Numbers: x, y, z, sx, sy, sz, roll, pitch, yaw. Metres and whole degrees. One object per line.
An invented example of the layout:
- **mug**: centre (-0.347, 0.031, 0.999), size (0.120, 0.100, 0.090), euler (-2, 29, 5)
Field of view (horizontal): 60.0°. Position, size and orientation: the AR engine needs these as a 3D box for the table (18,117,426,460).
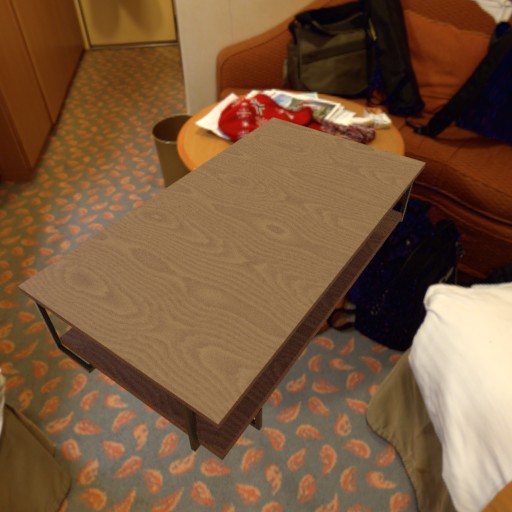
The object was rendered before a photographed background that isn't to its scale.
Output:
- **table**: centre (0.000, 0.000, 1.474), size (0.651, 0.347, 1.197), euler (25, 48, 25)
